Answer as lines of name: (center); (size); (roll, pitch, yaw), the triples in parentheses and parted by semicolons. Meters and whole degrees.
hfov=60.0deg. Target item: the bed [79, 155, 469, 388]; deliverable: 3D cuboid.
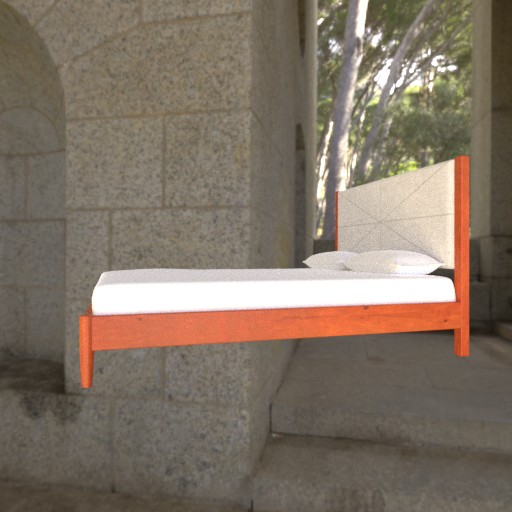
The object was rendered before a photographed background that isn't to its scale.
bed: (0.000, 0.000, 3.003); (2.117, 1.165, 1.566); (0, 0, -17)
